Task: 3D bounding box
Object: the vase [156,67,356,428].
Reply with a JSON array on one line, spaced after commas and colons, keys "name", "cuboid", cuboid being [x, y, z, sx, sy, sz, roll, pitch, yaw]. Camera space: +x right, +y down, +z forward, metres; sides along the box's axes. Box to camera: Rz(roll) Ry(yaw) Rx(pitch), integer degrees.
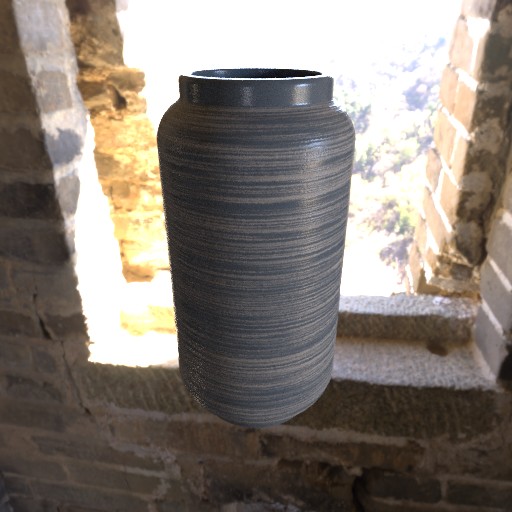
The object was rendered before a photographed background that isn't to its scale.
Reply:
[{"name": "vase", "cuboid": [0.000, 0.000, 0.300, 0.116, 0.230, 0.116, 0, 27, 0]}]
